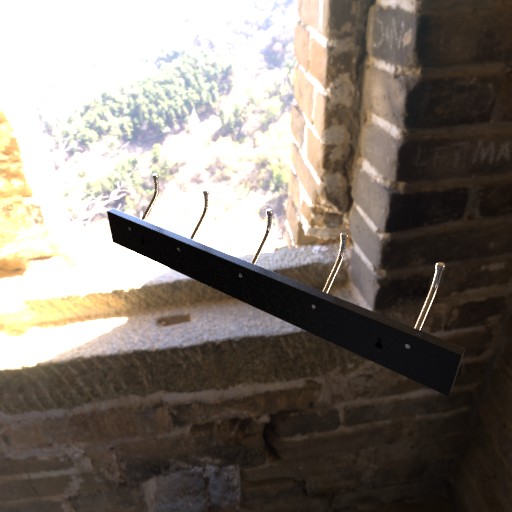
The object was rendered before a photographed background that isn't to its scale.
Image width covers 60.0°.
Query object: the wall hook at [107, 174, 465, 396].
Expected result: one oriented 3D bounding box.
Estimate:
[{"bbox_3d":[0.000,0.000,0.619,0.571,0.117,0.071,21,37,31],"label":"wall hook"}]
